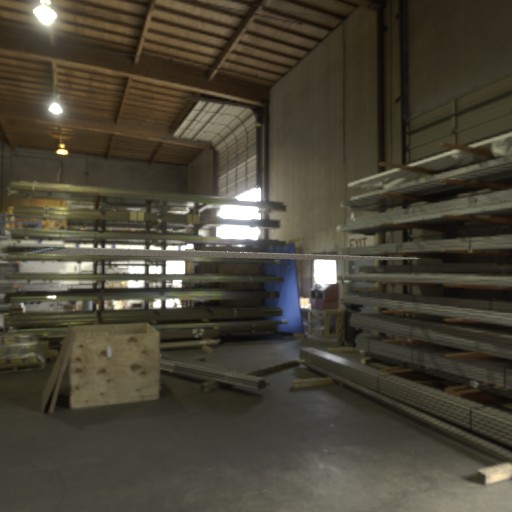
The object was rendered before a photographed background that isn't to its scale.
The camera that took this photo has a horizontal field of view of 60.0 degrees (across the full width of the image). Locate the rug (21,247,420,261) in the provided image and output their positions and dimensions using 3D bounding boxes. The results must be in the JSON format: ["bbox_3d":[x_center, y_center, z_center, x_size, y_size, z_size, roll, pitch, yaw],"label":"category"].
[{"bbox_3d":[0.000,0.000,2.585,2.372,0.008,0.620,1,-3,-35],"label":"rug"}]
